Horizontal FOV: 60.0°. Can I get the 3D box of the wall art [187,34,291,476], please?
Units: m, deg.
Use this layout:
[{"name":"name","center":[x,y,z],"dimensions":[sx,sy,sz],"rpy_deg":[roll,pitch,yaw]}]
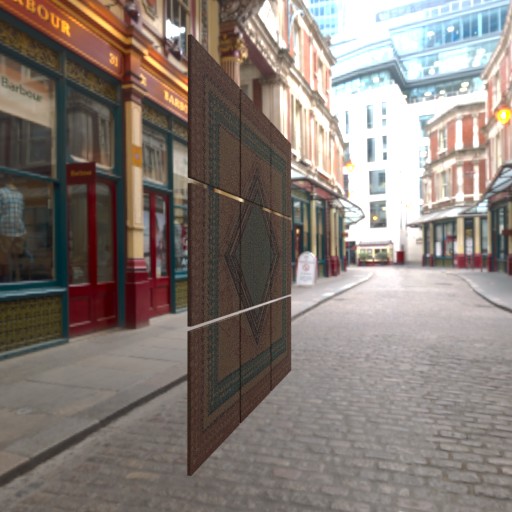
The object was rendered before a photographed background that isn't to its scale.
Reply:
[{"name":"wall art","center":[0.000,0.000,2.258],"dimensions":[0.014,1.525,1.527],"rpy_deg":[0,-1,18]}]
